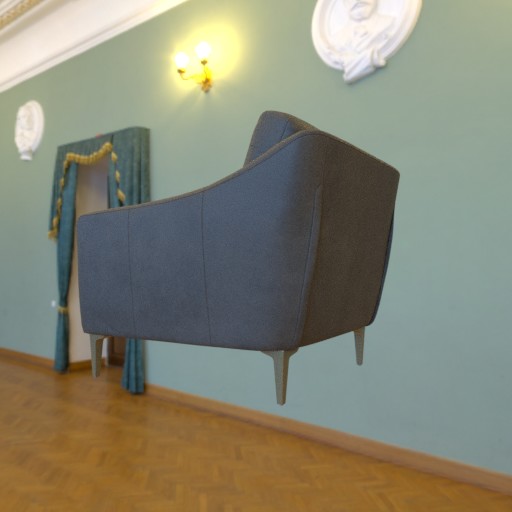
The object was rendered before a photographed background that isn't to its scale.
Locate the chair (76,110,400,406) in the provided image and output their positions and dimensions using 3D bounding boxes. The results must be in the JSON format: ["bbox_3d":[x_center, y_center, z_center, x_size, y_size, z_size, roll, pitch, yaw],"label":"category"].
[{"bbox_3d":[0.000,0.000,1.755,0.961,0.901,0.988,0,-1,35],"label":"chair"}]
